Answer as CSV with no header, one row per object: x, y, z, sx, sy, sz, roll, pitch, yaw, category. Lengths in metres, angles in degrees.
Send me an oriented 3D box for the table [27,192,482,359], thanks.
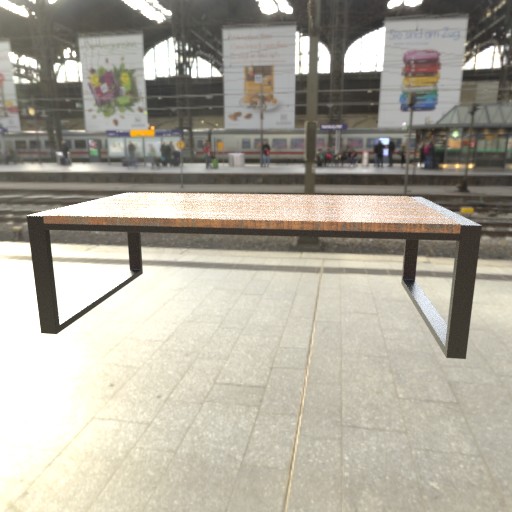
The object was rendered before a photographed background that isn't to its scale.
0.000,0.000,1.708,1.350,0.400,0.750,2,14,8,table
